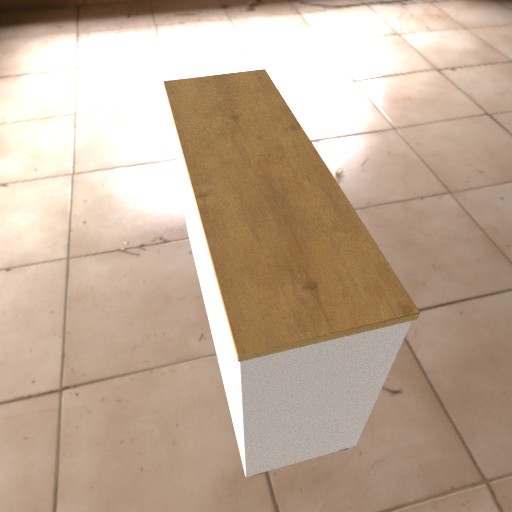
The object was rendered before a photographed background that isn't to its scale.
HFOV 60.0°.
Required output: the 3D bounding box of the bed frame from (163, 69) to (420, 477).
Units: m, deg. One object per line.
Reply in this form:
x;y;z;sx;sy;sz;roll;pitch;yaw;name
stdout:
0.000;0.000;1.714;0.430;0.850;1.300;-11;48;-10;bed frame
